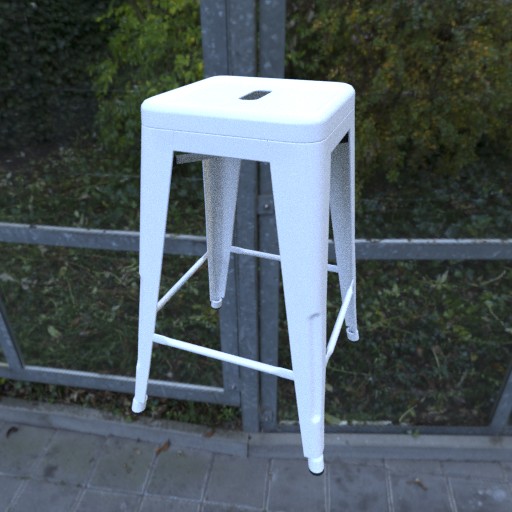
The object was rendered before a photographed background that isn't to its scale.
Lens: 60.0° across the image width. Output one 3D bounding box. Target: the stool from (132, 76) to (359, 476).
[{"bbox_3d":[0.000,0.000,0.861,0.406,0.610,0.406,11,32,18],"label":"stool"}]
